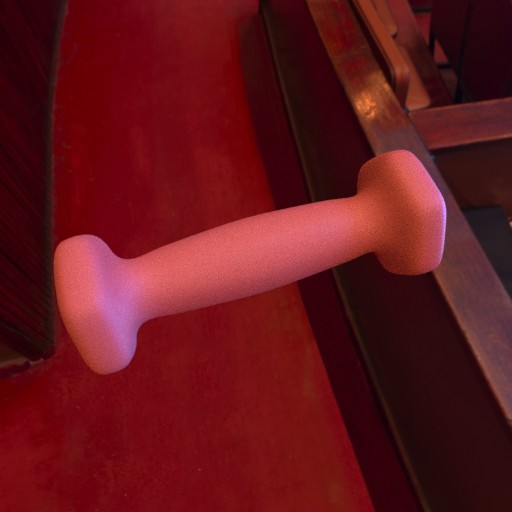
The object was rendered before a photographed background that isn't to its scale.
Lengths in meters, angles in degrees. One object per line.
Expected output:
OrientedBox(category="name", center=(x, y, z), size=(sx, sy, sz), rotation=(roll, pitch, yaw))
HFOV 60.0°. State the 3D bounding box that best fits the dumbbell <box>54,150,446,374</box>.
OrientedBox(category="dumbbell", center=(0.000, 0.000, 0.149), size=(0.123, 0.043, 0.047), rotation=(-16, 63, -9))
